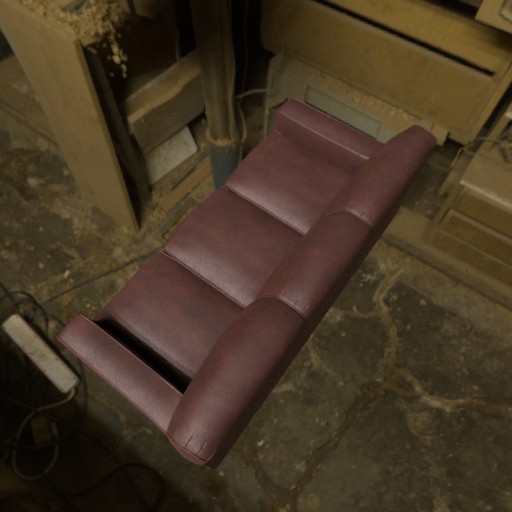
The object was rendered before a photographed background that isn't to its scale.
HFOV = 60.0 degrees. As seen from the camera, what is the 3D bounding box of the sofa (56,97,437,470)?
[{"bbox_3d":[0.000,0.000,2.512,1.008,0.953,2.039,33,67,16],"label":"sofa"}]
